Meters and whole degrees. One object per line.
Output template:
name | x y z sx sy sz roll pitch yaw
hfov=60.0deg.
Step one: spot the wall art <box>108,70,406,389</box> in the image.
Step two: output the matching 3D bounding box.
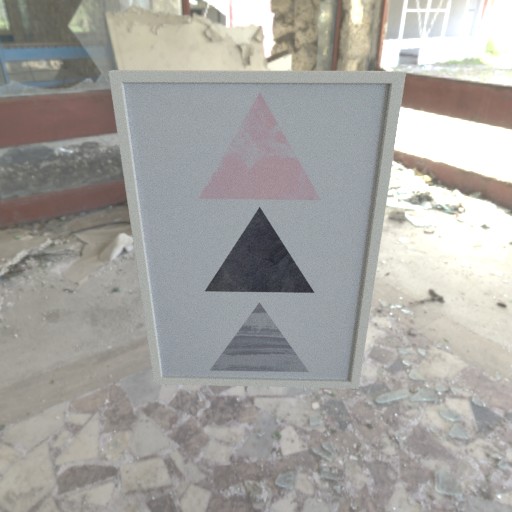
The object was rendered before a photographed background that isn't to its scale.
wall art | 0.000 0.000 0.559 0.303 0.433 0.013 1 28 2
